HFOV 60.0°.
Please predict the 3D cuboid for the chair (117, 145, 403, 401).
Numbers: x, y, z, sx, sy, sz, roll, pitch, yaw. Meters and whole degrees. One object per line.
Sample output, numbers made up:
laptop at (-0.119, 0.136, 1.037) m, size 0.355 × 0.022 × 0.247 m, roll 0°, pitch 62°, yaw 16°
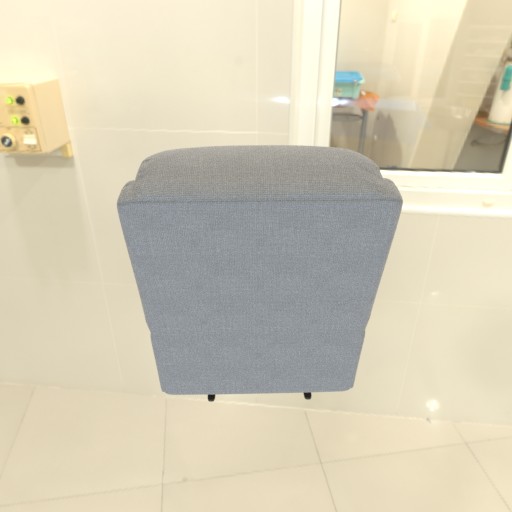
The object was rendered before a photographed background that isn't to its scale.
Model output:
chair at (0.000, 0.000, 1.782) m, size 0.838 × 1.054 × 1.014 m, roll -1°, pitch 29°, yaw -1°
